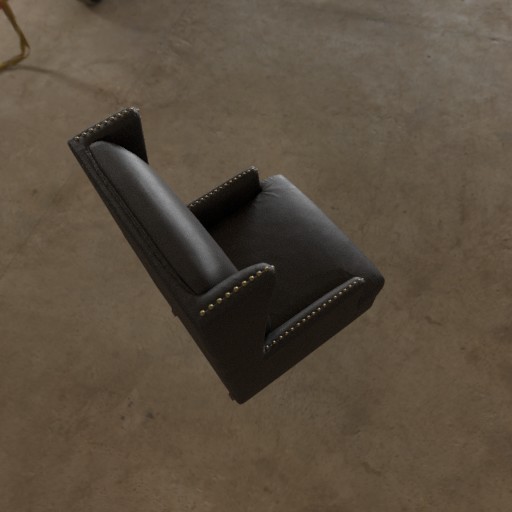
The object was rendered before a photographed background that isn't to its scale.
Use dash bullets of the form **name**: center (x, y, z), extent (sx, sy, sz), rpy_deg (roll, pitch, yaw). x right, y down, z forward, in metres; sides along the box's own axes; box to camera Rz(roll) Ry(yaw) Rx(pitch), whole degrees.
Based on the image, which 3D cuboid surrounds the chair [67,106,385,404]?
- **chair**: center (0.000, 0.000, 1.656), extent (0.799, 1.142, 0.703), rpy_deg (-32, 64, -18)
